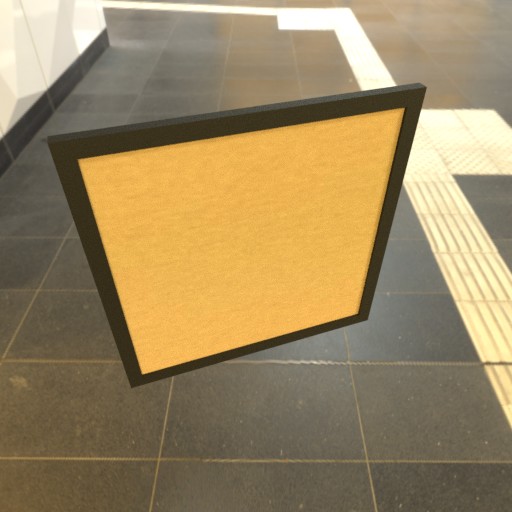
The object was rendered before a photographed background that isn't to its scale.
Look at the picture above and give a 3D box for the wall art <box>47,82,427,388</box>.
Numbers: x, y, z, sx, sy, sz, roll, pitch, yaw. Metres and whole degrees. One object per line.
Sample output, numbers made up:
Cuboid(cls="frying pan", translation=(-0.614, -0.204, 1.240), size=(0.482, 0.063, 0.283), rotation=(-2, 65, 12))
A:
Cuboid(cls="wall art", translation=(0.000, 0.000, 0.519), size=(0.356, 0.356, 0.013), rotation=(-13, 43, -14))
